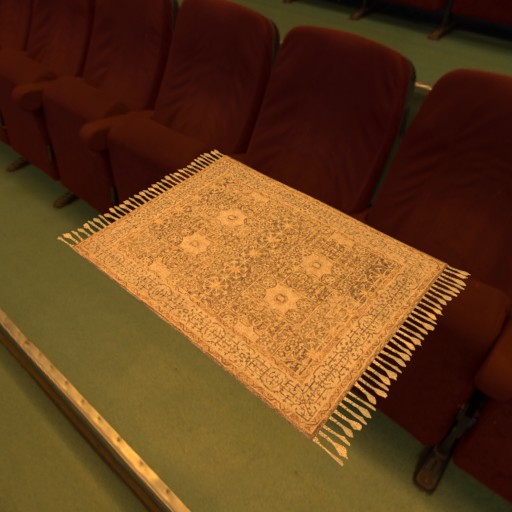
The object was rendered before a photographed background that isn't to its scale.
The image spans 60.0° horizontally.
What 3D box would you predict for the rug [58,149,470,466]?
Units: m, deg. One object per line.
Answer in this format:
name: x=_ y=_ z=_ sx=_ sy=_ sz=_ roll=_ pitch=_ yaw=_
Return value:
rug: x=0.000 y=0.000 z=3.092 sx=2.465 sy=0.023 sz=1.619 roll=31 pitch=53 yaw=27
